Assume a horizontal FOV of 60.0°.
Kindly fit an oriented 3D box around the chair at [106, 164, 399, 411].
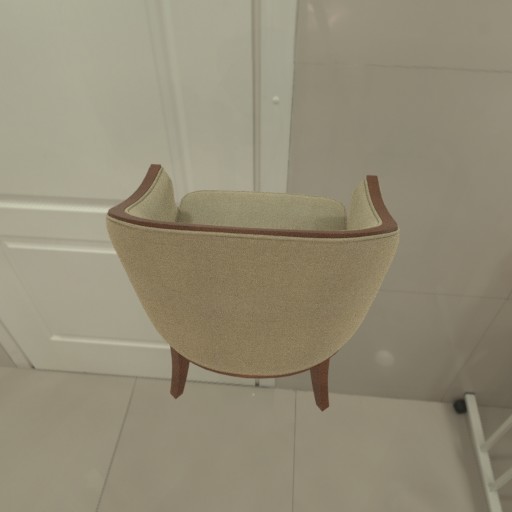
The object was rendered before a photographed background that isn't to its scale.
[{"bbox_3d":[0.000,0.000,1.455,0.803,0.876,0.735,4,46,4],"label":"chair"}]
